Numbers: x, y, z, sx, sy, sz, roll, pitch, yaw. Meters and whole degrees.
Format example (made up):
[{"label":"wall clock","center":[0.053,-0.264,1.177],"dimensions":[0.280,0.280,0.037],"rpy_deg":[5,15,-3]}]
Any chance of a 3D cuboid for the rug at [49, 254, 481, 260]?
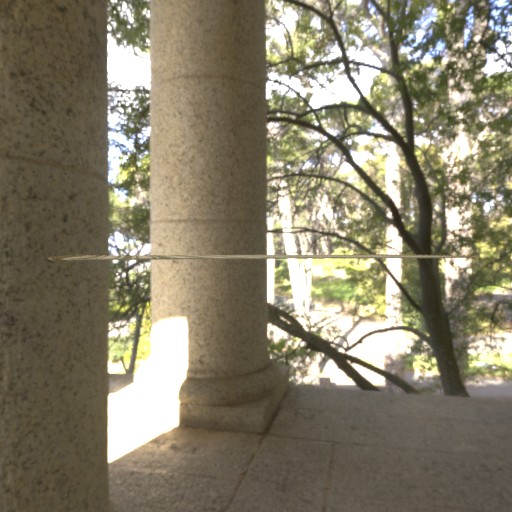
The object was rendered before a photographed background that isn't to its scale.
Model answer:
[{"label":"rug","center":[0.000,0.000,2.365],"dimensions":[1.875,0.013,1.162],"rpy_deg":[0,1,-16]}]
